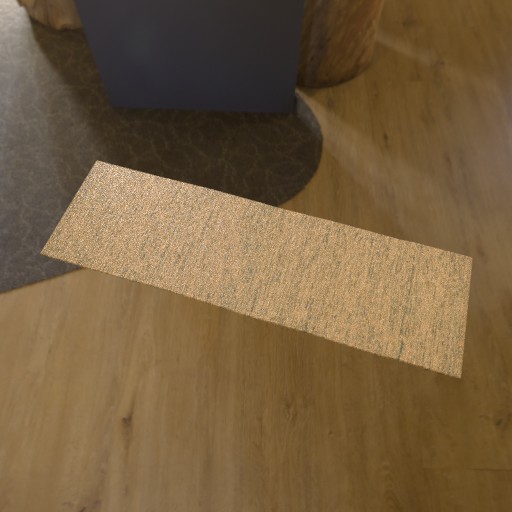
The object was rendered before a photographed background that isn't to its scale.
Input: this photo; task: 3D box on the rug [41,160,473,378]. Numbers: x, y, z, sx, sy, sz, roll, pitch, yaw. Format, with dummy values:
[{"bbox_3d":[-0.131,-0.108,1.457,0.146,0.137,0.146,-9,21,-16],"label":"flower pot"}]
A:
[{"bbox_3d":[0.000,0.000,2.452,2.290,0.014,0.700,15,64,8],"label":"rug"}]
